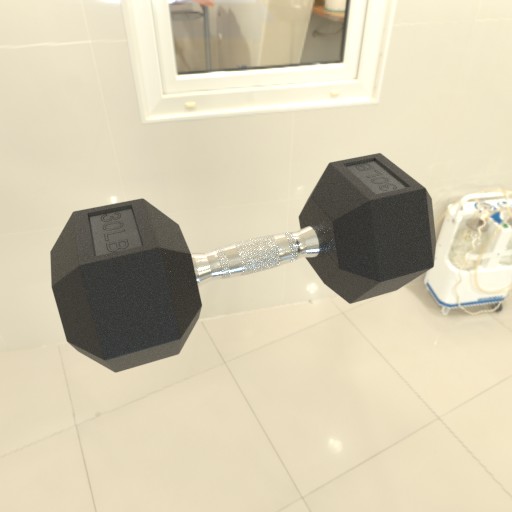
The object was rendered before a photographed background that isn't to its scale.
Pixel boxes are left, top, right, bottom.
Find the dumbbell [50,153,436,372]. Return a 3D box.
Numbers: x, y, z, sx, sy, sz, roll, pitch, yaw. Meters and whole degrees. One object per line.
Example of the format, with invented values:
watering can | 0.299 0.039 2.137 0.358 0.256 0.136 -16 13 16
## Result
dumbbell | 0.000 0.000 0.410 0.337 0.123 0.142 -14 42 -16
